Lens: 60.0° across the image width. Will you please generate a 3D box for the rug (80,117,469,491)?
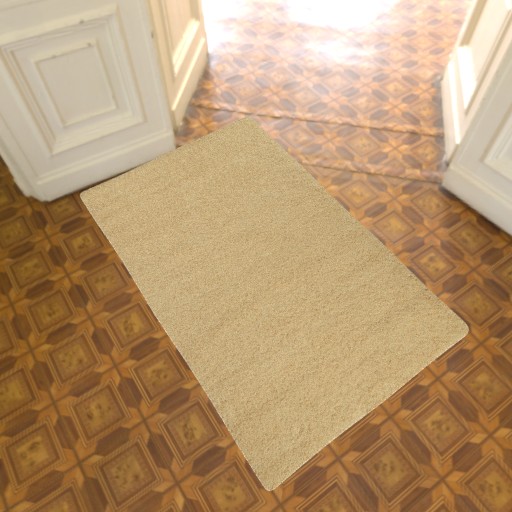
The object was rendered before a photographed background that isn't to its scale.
[{"bbox_3d":[0.000,0.000,2.933,1.500,0.026,2.349,-30,62,-18],"label":"rug"}]
